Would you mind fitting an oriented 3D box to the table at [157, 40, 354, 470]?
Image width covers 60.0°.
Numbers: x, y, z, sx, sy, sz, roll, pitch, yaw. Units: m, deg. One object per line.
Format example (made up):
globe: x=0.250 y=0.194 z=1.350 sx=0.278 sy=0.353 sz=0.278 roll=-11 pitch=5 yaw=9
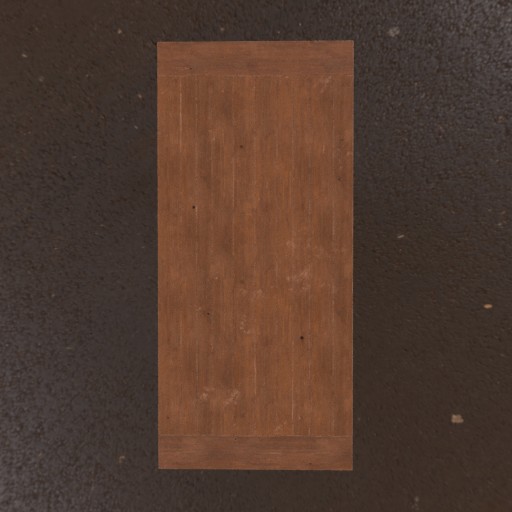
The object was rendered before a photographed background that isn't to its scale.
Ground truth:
table: x=0.000 y=0.000 z=2.095 sx=0.820 sy=0.465 sz=1.800 roll=0 pitch=91 yaw=1
